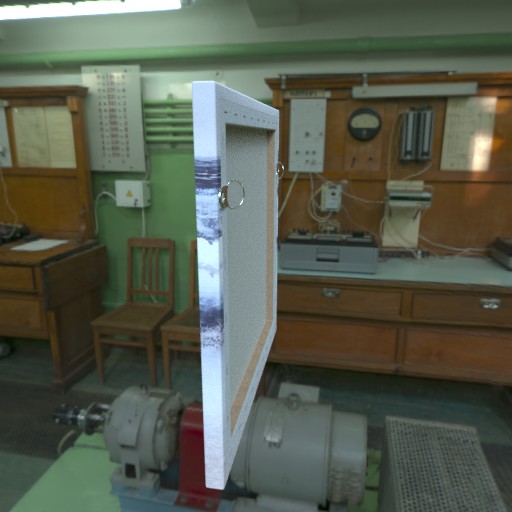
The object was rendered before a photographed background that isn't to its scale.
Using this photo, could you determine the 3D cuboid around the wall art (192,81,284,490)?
[{"bbox_3d":[0.000,0.000,1.125,0.065,0.747,0.755,3,15,10],"label":"wall art"}]
